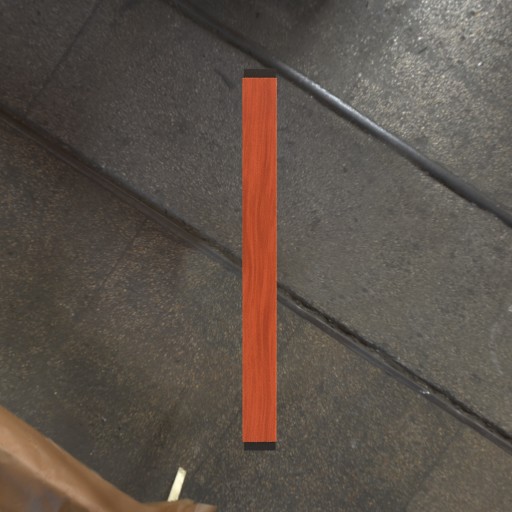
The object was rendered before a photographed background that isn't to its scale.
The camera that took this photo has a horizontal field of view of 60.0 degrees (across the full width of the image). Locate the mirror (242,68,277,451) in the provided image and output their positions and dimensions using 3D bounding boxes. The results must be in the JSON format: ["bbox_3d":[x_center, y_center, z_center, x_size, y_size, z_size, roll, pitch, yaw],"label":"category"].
[{"bbox_3d":[0.000,0.000,1.019,0.047,0.823,0.525,0,91,-1],"label":"mirror"}]
